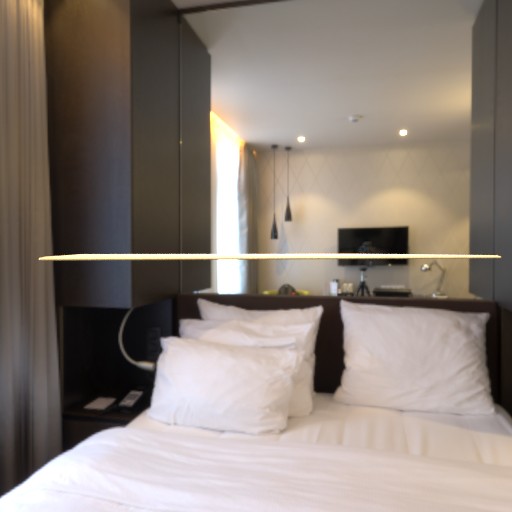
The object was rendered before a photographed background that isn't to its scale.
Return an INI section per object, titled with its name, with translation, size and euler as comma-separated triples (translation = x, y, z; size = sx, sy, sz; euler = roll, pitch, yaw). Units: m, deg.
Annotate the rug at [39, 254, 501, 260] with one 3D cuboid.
[rug]
translation = 0.000, 0.000, 2.769
size = 2.202, 0.014, 1.598
euler = 0, 1, -17
